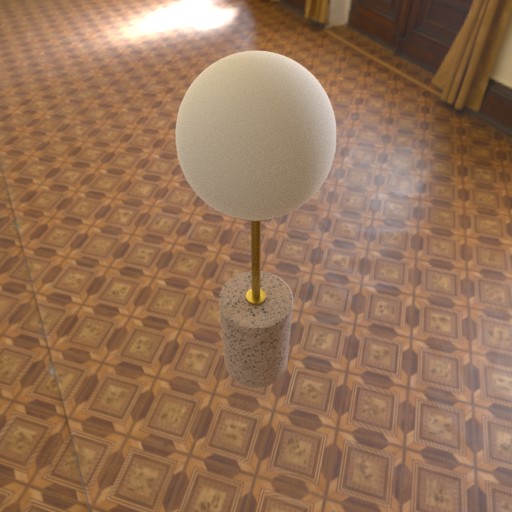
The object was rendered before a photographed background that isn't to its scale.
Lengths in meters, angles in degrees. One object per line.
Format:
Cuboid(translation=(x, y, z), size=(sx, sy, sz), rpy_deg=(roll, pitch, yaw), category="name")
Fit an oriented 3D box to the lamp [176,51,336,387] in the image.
Cuboid(translation=(0.000, 0.000, 0.545), size=(0.153, 0.480, 0.153), rpy_deg=(0, 46, 0), category="lamp")
